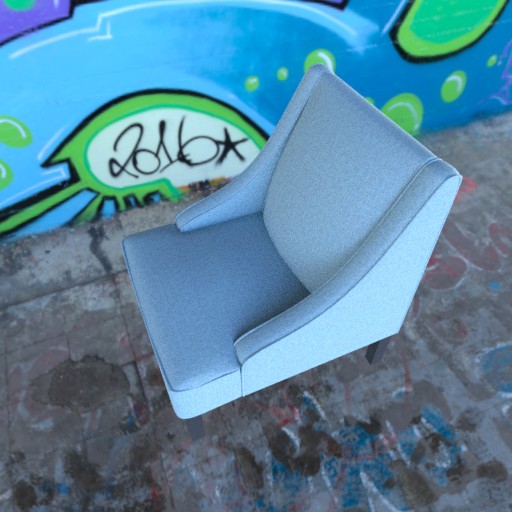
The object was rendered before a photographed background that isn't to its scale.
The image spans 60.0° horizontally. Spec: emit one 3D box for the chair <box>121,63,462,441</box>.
[{"bbox_3d":[0.000,0.000,1.867,1.025,1.133,0.857,-18,50,-16],"label":"chair"}]
